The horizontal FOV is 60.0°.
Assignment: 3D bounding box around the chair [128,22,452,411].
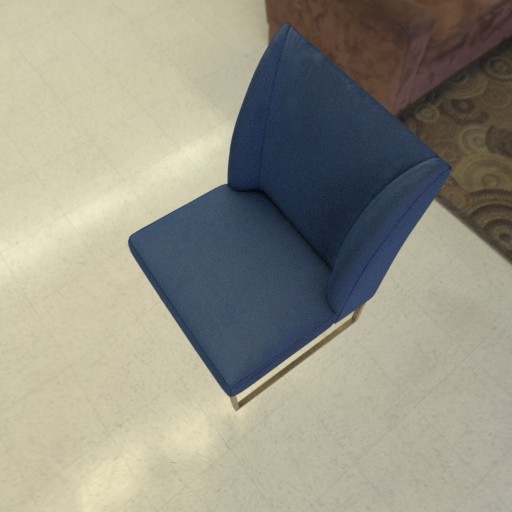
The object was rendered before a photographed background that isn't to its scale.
[{"bbox_3d":[0.000,0.000,1.159,0.522,0.863,0.508,-33,68,-15],"label":"chair"}]
